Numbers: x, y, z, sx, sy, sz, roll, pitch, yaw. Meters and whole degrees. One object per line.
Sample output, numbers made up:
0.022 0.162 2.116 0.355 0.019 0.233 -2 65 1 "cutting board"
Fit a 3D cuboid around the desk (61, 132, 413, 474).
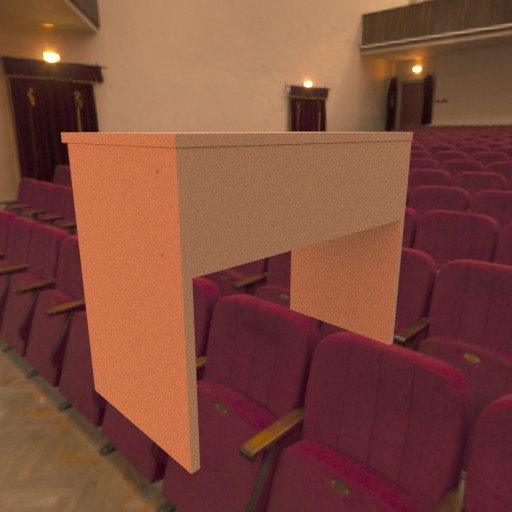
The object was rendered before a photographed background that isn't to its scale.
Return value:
0.000 0.000 1.357 0.900 0.729 0.498 -15 22 -43 "desk"
